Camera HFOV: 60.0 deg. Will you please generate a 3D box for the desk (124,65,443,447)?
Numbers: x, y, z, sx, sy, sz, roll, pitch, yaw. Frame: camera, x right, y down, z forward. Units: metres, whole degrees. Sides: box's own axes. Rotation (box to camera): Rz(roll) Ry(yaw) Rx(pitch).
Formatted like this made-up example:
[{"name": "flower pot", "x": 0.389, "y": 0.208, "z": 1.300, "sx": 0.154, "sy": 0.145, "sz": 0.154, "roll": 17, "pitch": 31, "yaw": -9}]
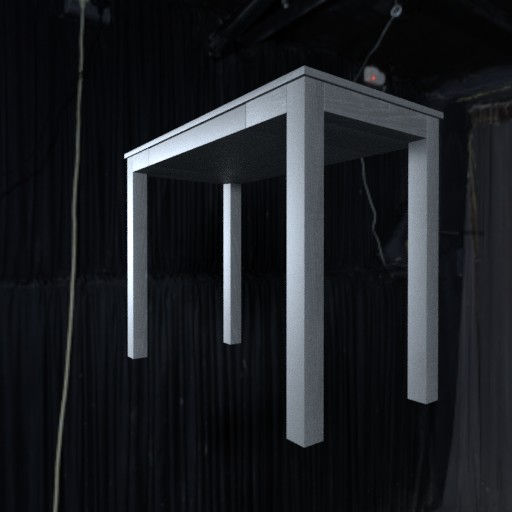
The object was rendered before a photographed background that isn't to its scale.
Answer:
[{"name": "desk", "x": 0.000, "y": 0.000, "z": 1.424, "sx": 0.499, "sy": 0.762, "sz": 0.991, "roll": 0, "pitch": 1, "yaw": -37}]
